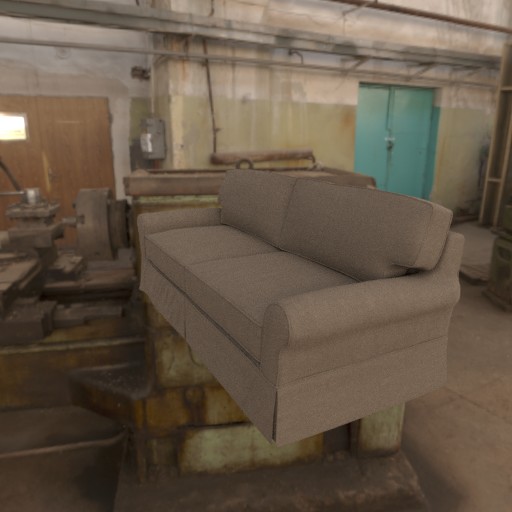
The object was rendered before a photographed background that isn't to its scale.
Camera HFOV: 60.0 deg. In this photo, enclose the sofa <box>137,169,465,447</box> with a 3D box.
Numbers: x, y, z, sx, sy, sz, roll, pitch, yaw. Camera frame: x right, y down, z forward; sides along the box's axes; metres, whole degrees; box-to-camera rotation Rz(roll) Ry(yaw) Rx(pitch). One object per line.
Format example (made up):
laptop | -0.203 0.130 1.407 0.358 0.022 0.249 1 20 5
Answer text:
sofa | 0.000 0.000 2.716 0.991 0.943 2.248 -8 18 -27
